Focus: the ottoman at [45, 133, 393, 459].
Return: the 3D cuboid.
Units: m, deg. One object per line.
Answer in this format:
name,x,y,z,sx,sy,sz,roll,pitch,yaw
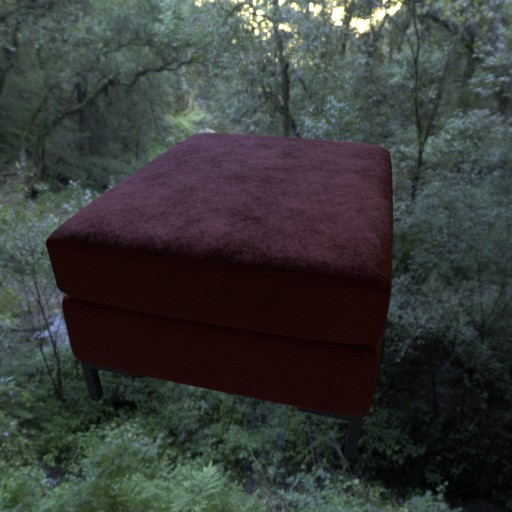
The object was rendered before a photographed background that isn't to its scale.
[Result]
ottoman,0.000,0.000,1.165,0.650,0.462,0.782,7,31,13
